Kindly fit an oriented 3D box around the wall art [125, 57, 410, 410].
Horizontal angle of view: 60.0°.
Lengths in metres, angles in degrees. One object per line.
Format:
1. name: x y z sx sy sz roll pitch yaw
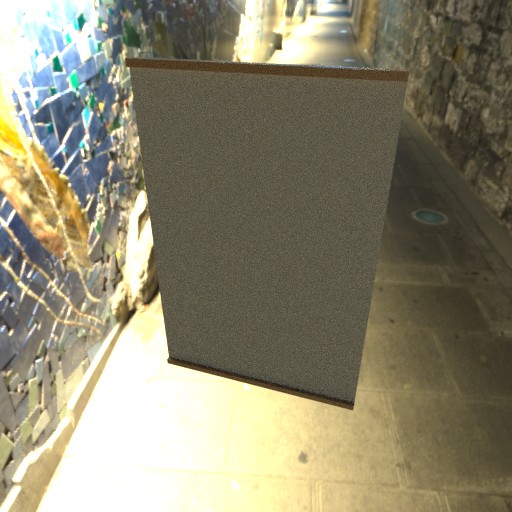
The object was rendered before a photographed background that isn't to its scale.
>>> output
1. wall art: 0.000 0.000 1.270 0.669 1.020 0.027 10 32 16
